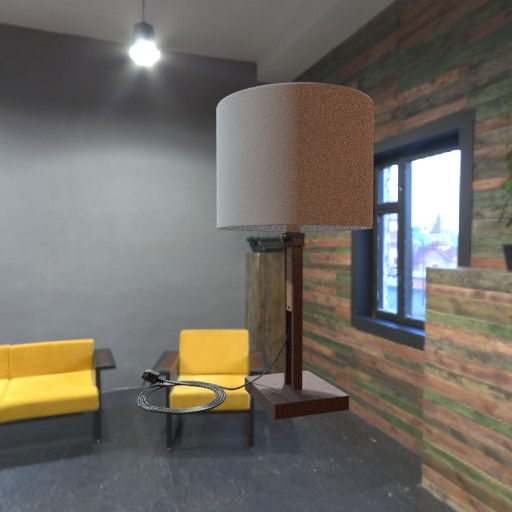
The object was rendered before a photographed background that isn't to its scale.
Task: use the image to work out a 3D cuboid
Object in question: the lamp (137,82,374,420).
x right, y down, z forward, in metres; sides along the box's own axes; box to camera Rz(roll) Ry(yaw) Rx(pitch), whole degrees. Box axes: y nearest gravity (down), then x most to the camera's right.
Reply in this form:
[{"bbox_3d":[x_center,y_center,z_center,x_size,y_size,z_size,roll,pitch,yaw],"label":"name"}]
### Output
[{"bbox_3d":[0.000,0.000,1.018,0.525,0.668,0.396,0,1,-19],"label":"lamp"}]
